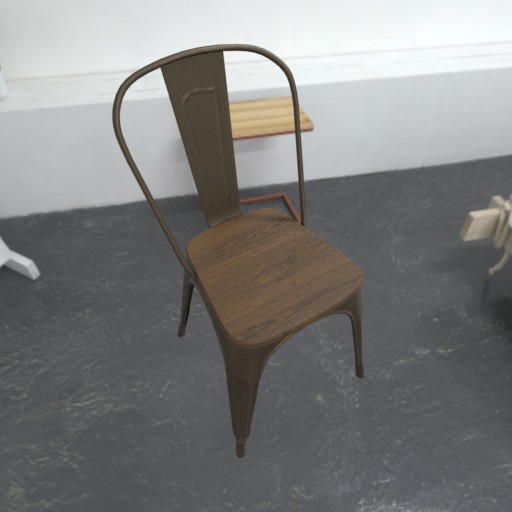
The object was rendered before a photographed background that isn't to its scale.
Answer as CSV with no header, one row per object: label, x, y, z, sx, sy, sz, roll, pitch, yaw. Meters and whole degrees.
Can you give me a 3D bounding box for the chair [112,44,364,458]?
chair,0.000,0.000,1.115,0.451,0.844,0.532,-25,51,-22
